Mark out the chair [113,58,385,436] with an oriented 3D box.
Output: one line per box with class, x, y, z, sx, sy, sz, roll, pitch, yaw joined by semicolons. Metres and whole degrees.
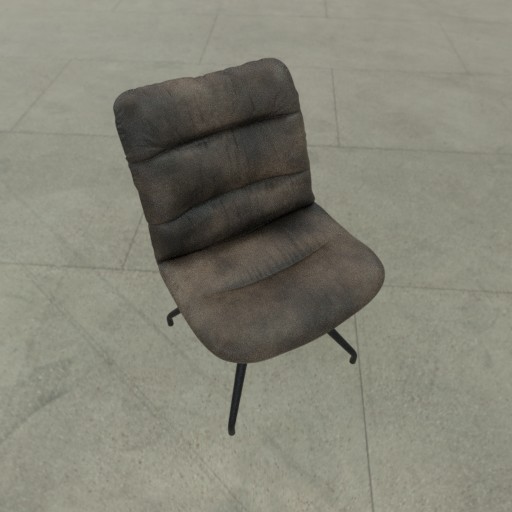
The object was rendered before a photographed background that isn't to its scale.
chair;0.000;0.000;1.284;0.549;0.870;0.622;-24;51;-21
